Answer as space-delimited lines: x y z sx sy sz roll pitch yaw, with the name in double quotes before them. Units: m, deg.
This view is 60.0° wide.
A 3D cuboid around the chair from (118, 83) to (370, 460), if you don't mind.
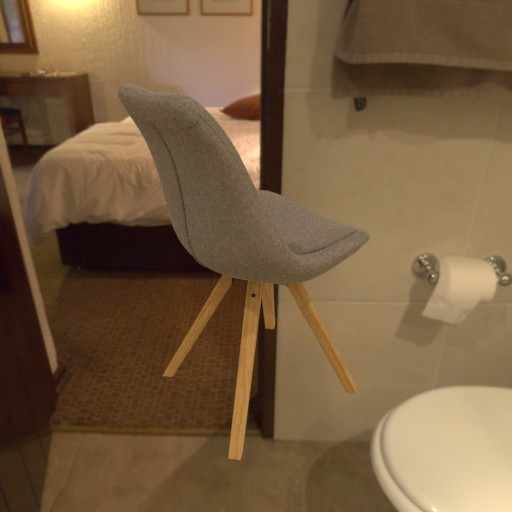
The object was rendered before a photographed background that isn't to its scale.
"chair" 0.000 0.000 1.175 0.550 0.865 0.483 -18 31 -32
